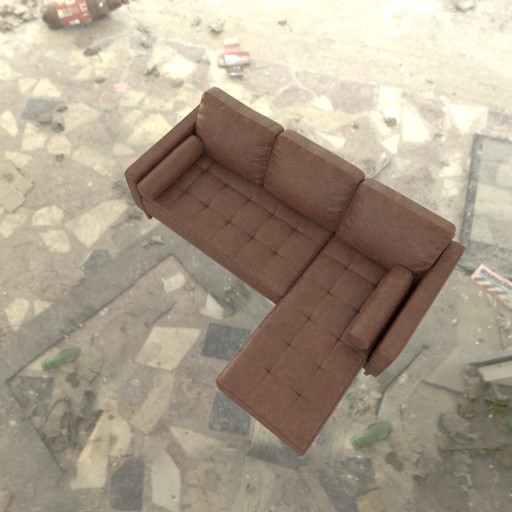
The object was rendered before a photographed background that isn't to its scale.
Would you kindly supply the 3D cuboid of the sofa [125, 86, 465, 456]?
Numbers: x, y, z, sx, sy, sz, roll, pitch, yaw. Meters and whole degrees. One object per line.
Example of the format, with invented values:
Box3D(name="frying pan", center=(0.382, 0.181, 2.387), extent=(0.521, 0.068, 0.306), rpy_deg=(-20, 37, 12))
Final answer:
Box3D(name="sofa", center=(0.000, 0.000, 2.979), extent=(2.185, 0.841, 1.613), rpy_deg=(35, 68, 16))
